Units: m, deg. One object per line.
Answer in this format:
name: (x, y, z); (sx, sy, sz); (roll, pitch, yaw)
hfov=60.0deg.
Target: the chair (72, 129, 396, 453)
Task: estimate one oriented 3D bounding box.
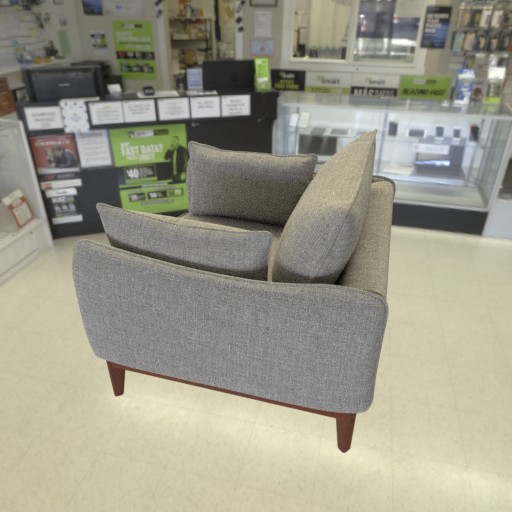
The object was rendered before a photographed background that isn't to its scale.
chair: (0.000, 0.000, 1.702); (0.976, 0.839, 0.993); (8, 31, 14)
